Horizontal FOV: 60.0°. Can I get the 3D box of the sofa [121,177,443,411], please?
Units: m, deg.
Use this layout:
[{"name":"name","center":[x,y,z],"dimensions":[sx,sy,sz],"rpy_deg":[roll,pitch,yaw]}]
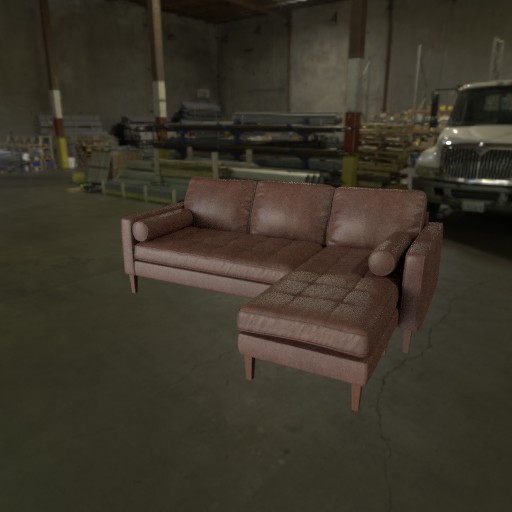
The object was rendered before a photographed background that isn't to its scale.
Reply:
[{"name":"sofa","center":[0.000,0.000,2.966],"dimensions":[2.185,0.841,1.613],"rpy_deg":[8,19,26]}]
